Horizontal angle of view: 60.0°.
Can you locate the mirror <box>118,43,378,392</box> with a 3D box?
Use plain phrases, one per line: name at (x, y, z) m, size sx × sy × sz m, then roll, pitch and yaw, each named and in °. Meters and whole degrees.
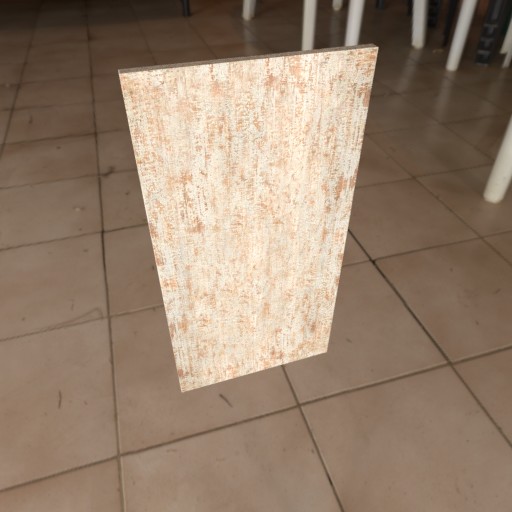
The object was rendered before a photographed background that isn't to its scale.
mirror at (0.000, 0.000, 1.079) m, size 0.472 × 0.922 × 0.027 m, roll -12°, pitch 42°, yaw -14°
